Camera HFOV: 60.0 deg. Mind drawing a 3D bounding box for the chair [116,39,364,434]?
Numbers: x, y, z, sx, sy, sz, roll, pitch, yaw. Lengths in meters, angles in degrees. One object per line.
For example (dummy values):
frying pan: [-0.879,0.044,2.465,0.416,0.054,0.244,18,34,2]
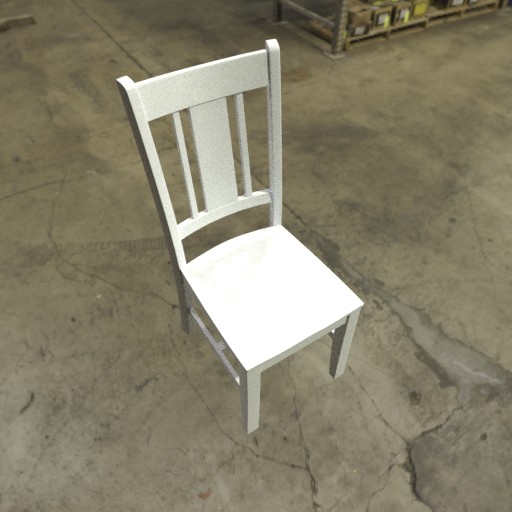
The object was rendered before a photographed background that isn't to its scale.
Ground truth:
chair: [0.000,0.000,1.327,0.450,0.998,0.555,-25,51,-22]
